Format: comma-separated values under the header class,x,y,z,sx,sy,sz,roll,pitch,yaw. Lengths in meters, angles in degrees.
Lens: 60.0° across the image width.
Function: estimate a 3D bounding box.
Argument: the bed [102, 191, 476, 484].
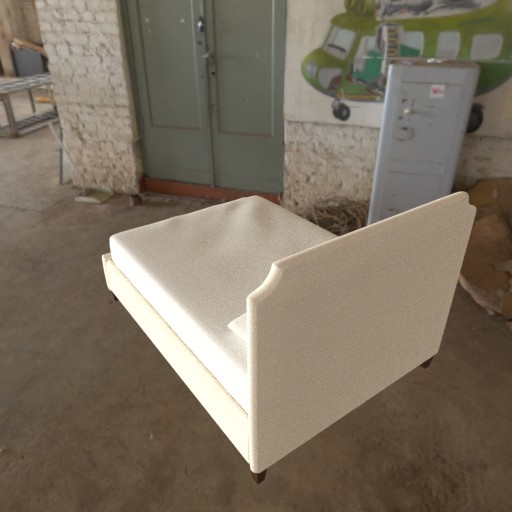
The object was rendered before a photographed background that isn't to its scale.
class,x,y,z,sx,sy,sz,roll,pitch,yaw
bed,0.000,0.000,3.393,1.712,1.443,2.365,-20,35,-31
